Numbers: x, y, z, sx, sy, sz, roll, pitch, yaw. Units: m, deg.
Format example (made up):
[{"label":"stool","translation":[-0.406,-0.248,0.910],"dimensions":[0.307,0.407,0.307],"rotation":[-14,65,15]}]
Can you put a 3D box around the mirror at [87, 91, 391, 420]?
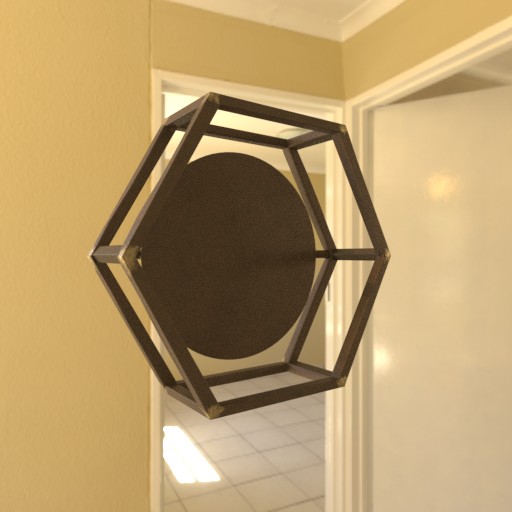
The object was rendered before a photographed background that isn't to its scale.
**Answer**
[{"label":"mirror","translation":[0.000,0.000,0.555],"dimensions":[0.380,0.334,0.119],"rotation":[0,0,-36]}]
